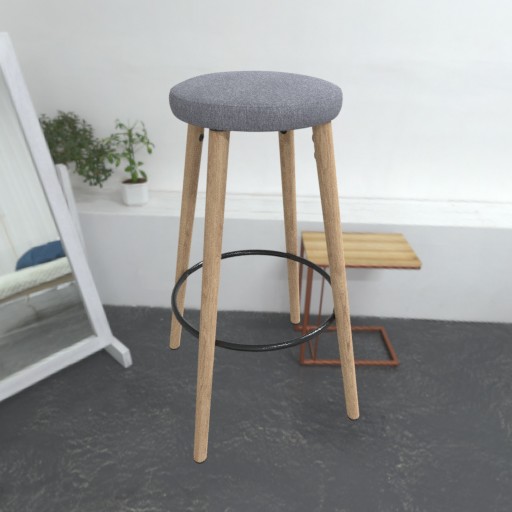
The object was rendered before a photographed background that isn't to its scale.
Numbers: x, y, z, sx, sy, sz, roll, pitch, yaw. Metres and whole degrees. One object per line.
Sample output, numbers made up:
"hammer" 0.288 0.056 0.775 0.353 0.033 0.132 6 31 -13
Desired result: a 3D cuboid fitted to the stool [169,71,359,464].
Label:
"stool" 0.000 0.000 1.004 0.410 0.770 0.410 -9 32 -15
